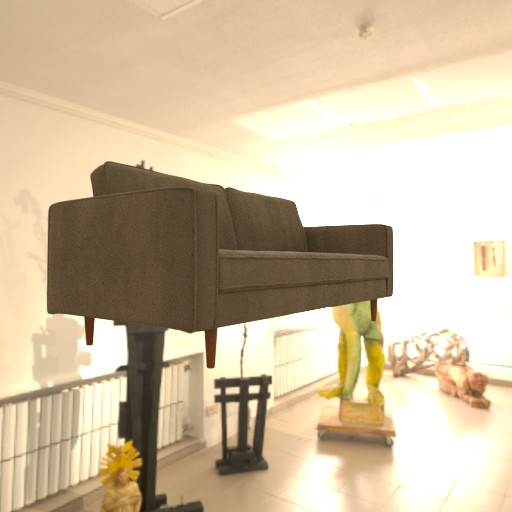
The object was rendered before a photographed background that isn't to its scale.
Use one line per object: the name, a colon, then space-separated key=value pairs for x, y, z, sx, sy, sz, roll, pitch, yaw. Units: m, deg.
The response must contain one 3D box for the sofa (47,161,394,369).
sofa: x=0.000 y=0.000 z=2.442 sx=0.924 sy=0.825 sz=1.920 roll=-1 pitch=-1 yaw=36
